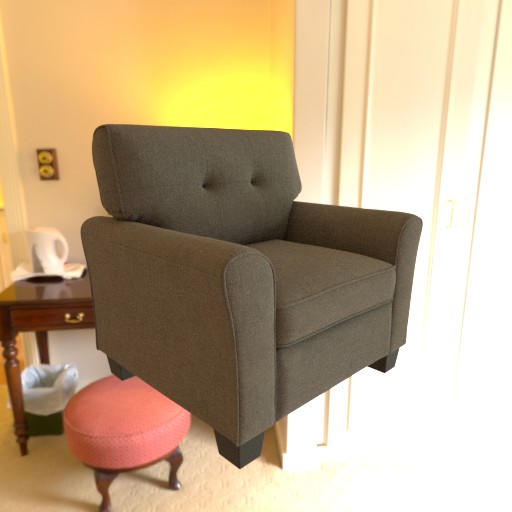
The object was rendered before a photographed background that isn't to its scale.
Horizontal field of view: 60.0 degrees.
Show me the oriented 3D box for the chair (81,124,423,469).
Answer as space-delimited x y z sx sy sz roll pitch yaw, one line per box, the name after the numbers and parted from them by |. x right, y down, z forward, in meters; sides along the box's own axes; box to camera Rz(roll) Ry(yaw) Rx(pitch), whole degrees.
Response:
0.000 0.000 1.570 0.941 0.890 0.816 -13 19 -43 | chair
